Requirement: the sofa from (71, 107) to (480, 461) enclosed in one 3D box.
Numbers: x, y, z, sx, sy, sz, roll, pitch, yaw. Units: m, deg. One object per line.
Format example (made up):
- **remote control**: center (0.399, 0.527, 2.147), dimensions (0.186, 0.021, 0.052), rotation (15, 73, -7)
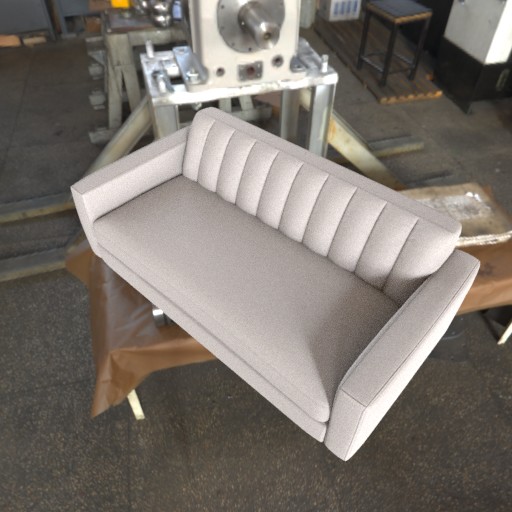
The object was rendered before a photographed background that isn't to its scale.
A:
- **sofa**: center (0.000, 0.000, 2.340), dimensions (1.895, 0.814, 0.969), rotation (33, 54, 28)
